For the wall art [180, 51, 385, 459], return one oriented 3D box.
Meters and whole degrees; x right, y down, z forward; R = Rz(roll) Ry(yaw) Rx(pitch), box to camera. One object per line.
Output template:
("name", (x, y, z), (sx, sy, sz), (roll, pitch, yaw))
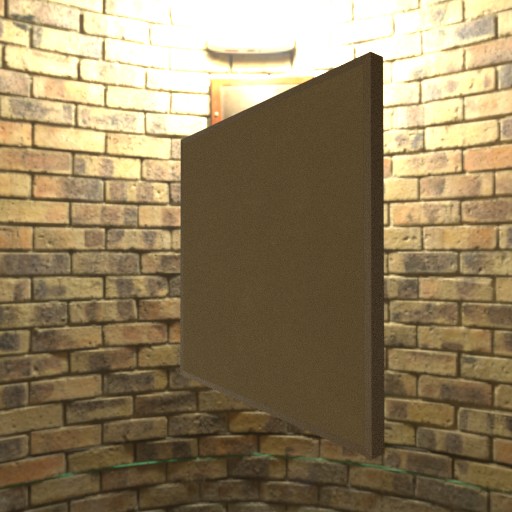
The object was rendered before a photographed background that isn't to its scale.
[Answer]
("wall art", (0.000, 0.000, 1.139), (0.038, 0.758, 0.761), (0, -1, -37))
